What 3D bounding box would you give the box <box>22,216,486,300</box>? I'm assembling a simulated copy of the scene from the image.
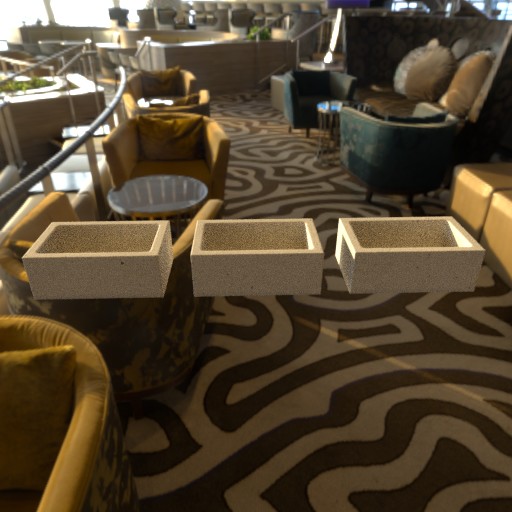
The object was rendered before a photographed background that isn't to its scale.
[{"bbox_3d":[0.000,0.000,0.487,0.461,0.051,0.082,-1,30,-2],"label":"box"}]
